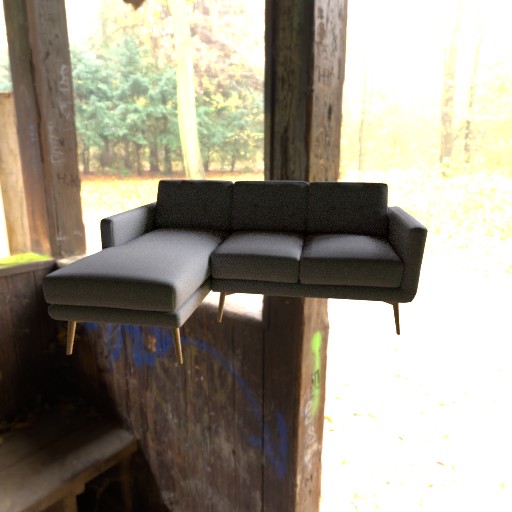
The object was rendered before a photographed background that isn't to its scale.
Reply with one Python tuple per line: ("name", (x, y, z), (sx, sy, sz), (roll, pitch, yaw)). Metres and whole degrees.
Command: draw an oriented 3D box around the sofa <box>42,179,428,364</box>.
("sofa", (0.000, 0.000, 2.861), (2.040, 0.860, 1.530), (2, 14, 9))
